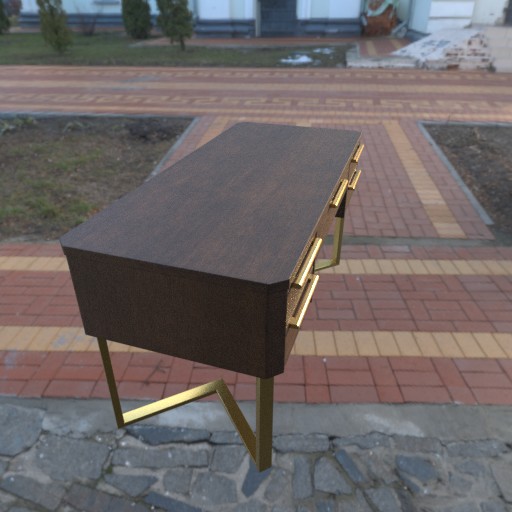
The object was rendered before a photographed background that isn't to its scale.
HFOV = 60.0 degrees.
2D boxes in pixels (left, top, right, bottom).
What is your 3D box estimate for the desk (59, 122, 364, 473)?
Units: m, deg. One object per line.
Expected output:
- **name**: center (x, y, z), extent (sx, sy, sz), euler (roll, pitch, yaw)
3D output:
- **desk**: center (0.000, 0.000, 1.908), extent (0.684, 0.762, 1.479), euler (10, 31, 16)
